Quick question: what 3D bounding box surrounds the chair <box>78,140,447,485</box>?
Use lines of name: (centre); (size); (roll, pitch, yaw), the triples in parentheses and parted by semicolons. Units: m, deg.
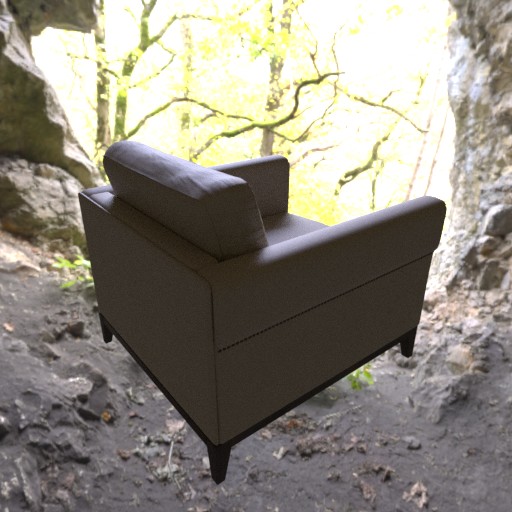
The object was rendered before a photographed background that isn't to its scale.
chair: (0.000, 0.000, 1.653); (0.959, 0.838, 0.914); (-19, 31, -34)
